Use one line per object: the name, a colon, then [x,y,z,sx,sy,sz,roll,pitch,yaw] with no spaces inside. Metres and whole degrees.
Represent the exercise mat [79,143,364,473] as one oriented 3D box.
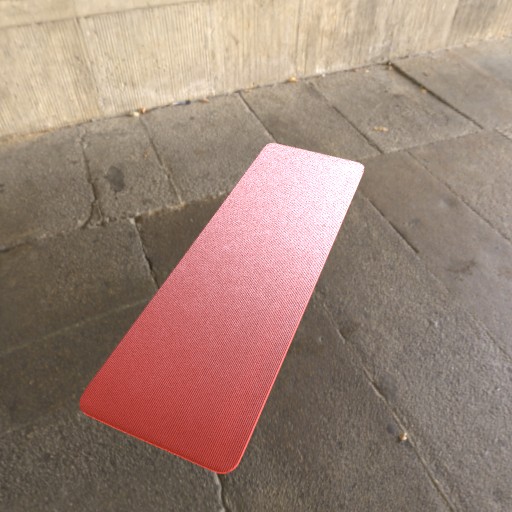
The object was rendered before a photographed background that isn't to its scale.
exercise mat: [0.000,0.000,2.074,0.616,0.021,1.869,17,49,16]
